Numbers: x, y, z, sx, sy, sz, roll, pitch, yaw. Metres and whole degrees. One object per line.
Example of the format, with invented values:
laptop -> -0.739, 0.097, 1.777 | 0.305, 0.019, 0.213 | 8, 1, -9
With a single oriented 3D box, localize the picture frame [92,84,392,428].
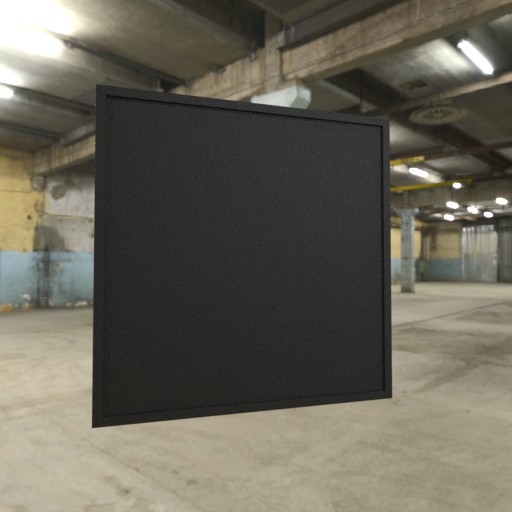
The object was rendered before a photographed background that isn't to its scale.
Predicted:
picture frame -> 0.000, 0.000, 1.128 | 0.775, 0.775, 0.032 | 1, -2, -17
